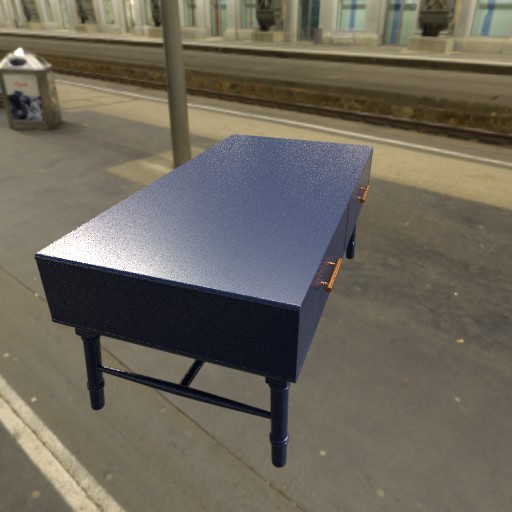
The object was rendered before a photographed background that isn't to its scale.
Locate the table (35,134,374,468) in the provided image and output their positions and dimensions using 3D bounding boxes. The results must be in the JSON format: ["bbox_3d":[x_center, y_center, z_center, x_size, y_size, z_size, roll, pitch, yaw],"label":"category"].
[{"bbox_3d":[0.000,0.000,1.357,0.572,0.457,1.067,10,30,17],"label":"table"}]
